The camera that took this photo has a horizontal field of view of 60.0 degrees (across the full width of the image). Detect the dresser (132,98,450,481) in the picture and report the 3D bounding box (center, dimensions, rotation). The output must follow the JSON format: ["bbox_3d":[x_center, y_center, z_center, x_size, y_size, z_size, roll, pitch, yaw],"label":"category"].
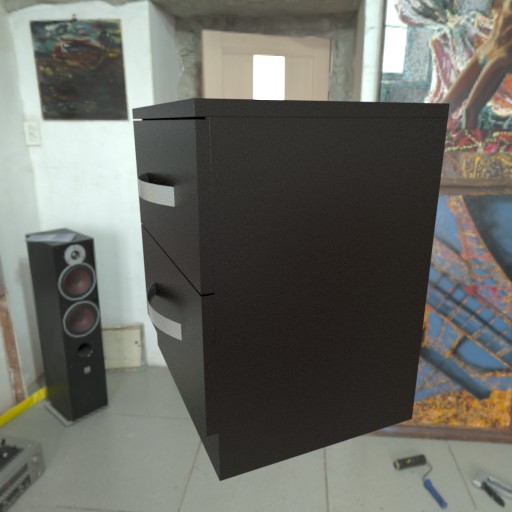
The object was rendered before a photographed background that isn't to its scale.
[{"bbox_3d":[0.000,0.000,0.735,0.360,0.470,0.400,-7,18,-22],"label":"dresser"}]
